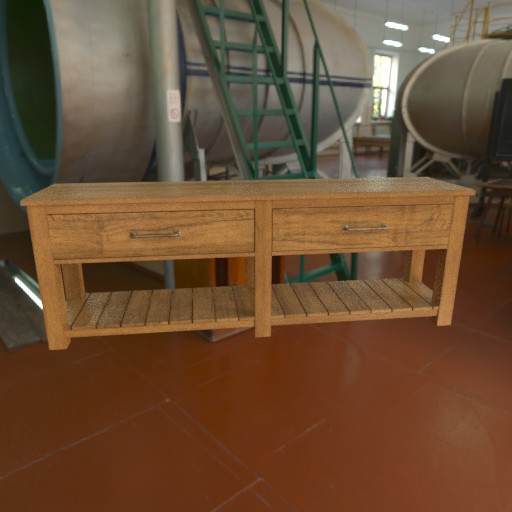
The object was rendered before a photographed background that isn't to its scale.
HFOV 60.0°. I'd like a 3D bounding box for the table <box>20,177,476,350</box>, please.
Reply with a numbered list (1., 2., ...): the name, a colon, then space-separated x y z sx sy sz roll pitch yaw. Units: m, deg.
1. table: 0.000 0.000 2.035 1.815 0.635 0.425 -2 18 -7
